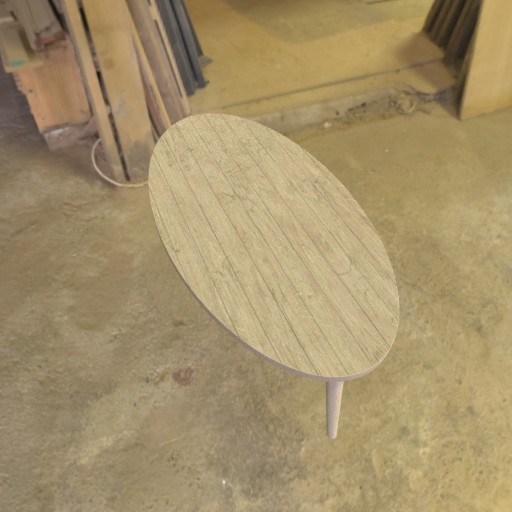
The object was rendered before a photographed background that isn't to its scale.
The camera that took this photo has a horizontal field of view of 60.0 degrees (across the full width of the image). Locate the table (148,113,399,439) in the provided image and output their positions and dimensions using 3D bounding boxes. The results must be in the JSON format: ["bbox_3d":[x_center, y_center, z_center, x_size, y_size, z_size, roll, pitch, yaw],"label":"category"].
[{"bbox_3d":[0.000,0.000,1.357,0.542,0.390,1.083,-17,49,-15],"label":"table"}]
